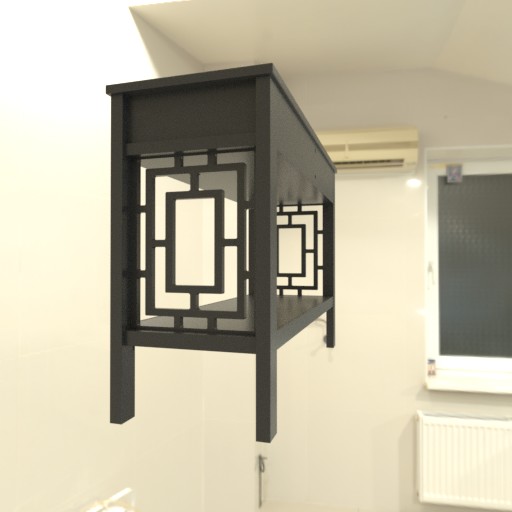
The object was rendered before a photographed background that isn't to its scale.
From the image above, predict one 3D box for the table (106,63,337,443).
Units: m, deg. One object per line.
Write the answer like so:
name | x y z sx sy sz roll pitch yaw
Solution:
table | 0.000 0.000 1.439 0.397 0.753 1.068 0 -1 17
